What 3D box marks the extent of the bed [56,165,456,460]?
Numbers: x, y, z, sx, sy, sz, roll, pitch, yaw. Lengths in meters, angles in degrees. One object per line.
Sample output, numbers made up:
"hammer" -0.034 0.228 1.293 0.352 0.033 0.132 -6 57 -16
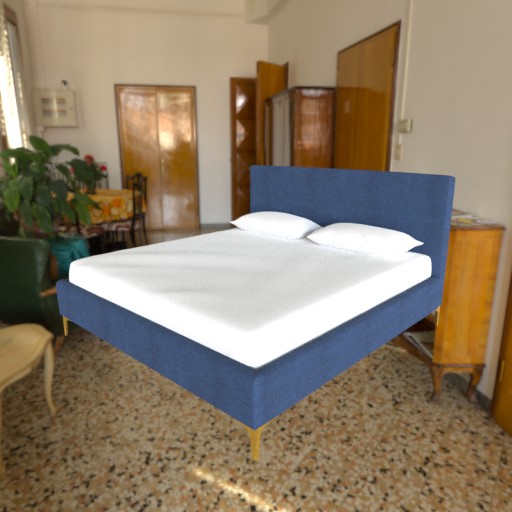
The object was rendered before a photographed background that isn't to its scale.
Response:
"bed" 0.000 0.000 3.408 2.096 1.231 2.232 13 20 42
